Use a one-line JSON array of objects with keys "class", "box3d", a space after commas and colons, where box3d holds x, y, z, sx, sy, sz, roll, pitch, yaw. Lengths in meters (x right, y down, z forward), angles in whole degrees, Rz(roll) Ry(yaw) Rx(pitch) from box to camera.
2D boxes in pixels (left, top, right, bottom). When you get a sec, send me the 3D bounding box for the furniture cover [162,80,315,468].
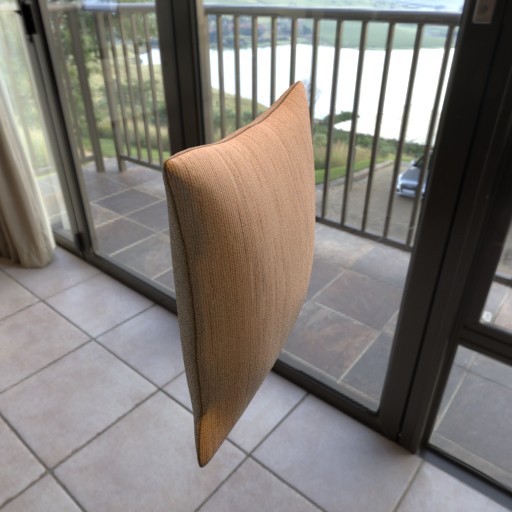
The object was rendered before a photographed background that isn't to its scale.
[{"class": "furniture cover", "box3d": [0.000, 0.000, 0.780, 0.178, 0.506, 0.512, 11, 33, 18]}]
